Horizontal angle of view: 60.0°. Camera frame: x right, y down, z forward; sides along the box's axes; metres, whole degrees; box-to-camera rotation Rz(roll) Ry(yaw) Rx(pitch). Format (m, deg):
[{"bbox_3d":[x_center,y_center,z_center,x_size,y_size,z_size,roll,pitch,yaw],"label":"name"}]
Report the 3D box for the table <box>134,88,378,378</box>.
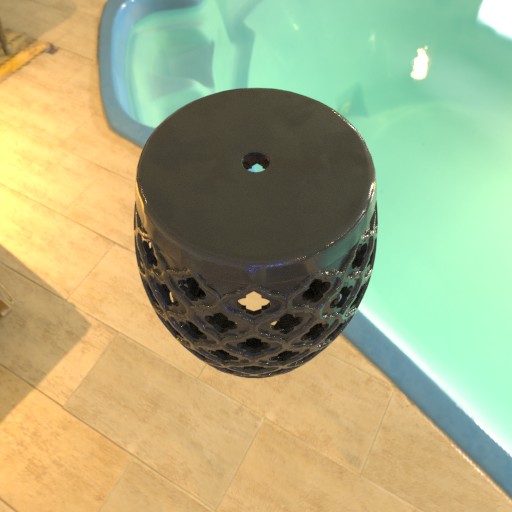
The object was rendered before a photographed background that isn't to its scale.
[{"bbox_3d":[0.000,0.000,0.645,0.325,0.388,0.325,0,58,0],"label":"table"}]
